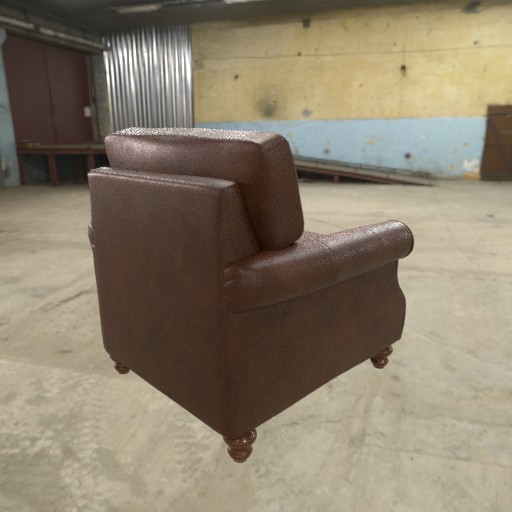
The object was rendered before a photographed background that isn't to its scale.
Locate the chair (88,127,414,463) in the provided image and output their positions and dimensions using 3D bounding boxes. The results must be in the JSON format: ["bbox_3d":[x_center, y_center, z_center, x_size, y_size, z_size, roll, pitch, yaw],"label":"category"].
[{"bbox_3d":[0.000,0.000,1.748,0.992,0.972,0.989,-14,21,-42],"label":"chair"}]
